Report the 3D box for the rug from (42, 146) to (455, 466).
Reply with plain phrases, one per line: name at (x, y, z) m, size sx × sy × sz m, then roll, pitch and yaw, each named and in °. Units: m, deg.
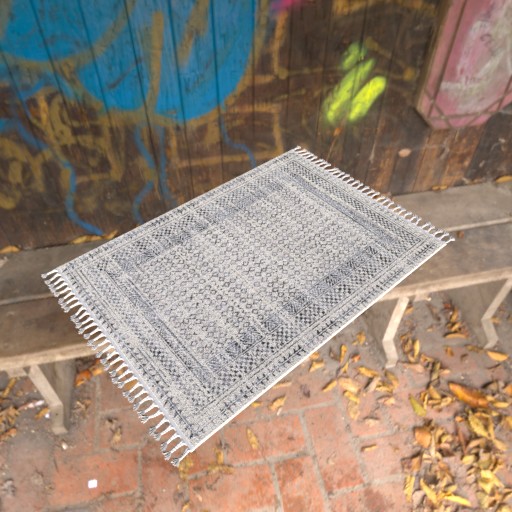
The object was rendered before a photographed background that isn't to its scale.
rug at (0.000, 0.000, 2.355) m, size 1.872 × 0.013 × 1.243 m, roll -32°, pitch 54°, yaw -27°
